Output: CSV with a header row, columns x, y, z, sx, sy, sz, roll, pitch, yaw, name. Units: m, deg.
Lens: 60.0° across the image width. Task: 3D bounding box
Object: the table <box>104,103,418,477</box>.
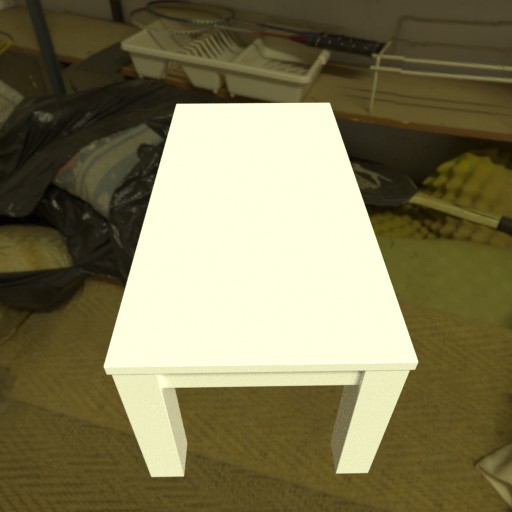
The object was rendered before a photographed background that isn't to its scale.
x,y,z,sx,sy,sz,roll,pitch,yaw,name
0.000,0.000,2.197,0.900,0.790,1.800,-1,42,-1,table
